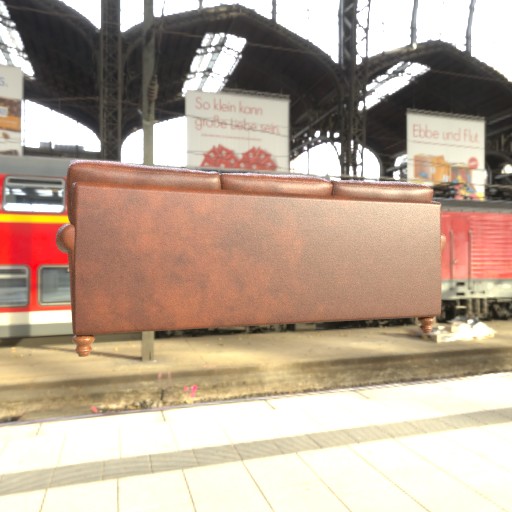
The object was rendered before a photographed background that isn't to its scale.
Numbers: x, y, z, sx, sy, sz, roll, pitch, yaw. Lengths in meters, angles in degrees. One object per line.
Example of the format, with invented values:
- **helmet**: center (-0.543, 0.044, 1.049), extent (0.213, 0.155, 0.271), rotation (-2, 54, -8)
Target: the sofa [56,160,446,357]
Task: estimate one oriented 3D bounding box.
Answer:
- **sofa**: center (0.000, 0.000, 2.875), extent (2.351, 0.977, 0.973), rotation (0, 0, -19)
